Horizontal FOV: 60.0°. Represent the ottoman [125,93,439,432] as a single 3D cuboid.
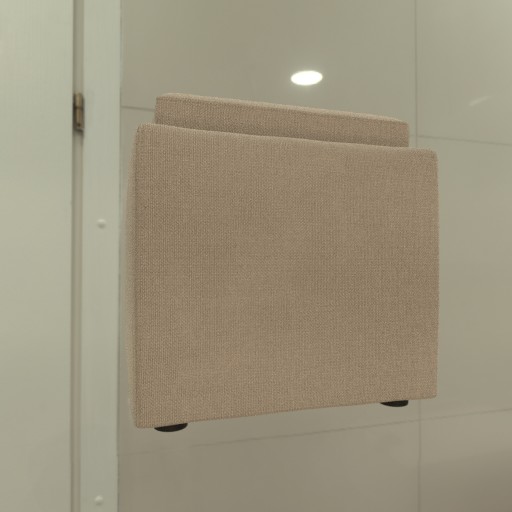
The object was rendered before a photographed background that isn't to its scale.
[{"bbox_3d":[0.000,0.000,0.801,0.451,0.460,0.450,0,-1,-17],"label":"ottoman"}]
